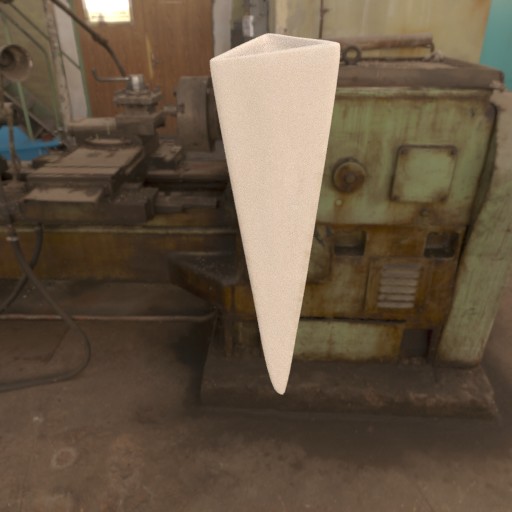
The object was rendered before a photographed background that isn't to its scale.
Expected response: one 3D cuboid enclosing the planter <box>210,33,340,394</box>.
[{"bbox_3d":[0.000,0.000,0.382,0.065,0.338,0.143,-7,30,-13],"label":"planter"}]
